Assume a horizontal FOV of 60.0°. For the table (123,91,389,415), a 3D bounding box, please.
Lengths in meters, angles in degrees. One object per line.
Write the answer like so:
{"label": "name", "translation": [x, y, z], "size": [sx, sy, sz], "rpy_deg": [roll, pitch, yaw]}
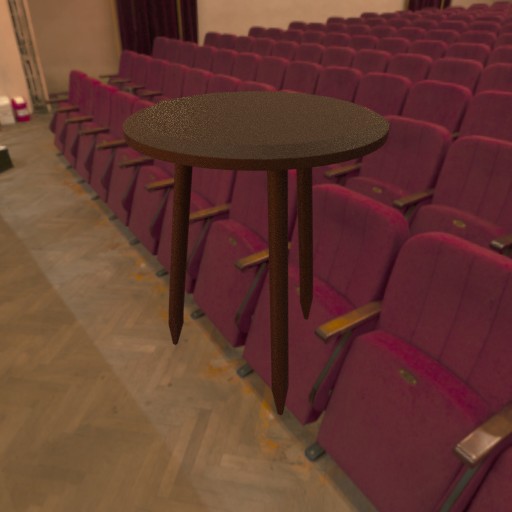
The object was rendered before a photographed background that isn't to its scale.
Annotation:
{"label": "table", "translation": [0.000, 0.000, 0.927], "size": [0.457, 0.585, 0.457], "rpy_deg": [0, 30, 0]}
